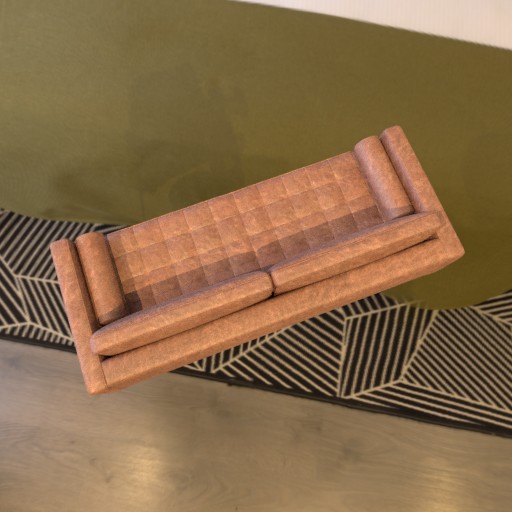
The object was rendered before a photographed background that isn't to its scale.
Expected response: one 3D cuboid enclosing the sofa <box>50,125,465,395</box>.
[{"bbox_3d":[0.000,0.000,2.692,2.210,0.762,0.914,-20,76,-5],"label":"sofa"}]
